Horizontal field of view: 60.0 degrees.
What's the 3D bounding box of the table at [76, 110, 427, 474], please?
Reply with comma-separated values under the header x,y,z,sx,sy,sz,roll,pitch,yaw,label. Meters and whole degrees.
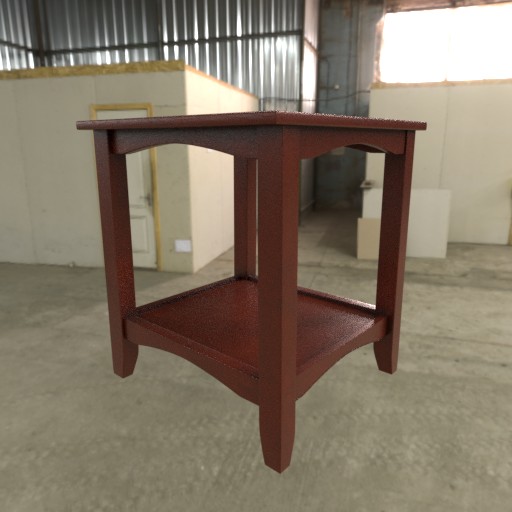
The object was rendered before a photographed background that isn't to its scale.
x,y,z,sx,sy,sz,roll,pitch,yaw,label
0.000,0.000,0.962,0.523,0.558,0.522,13,20,42,table
